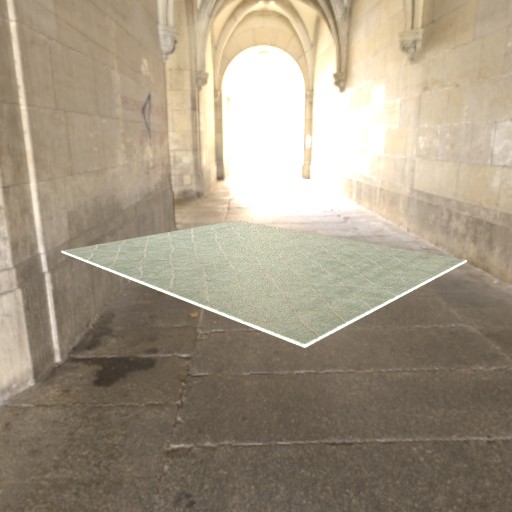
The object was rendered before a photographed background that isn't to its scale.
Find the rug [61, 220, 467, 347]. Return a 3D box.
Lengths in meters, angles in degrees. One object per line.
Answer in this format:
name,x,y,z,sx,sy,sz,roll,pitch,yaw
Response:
rug,0.000,0.000,4.231,3.039,0.019,2.420,14,20,42
